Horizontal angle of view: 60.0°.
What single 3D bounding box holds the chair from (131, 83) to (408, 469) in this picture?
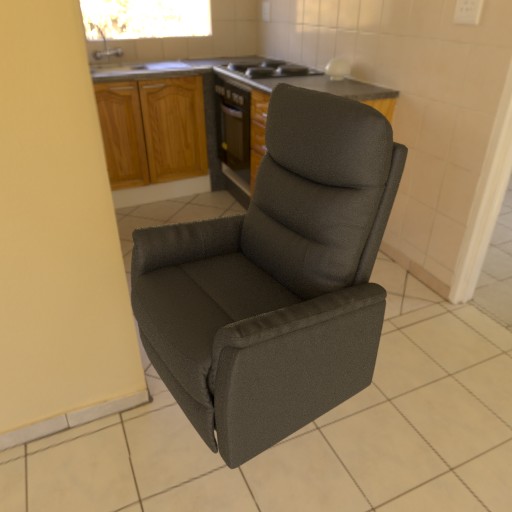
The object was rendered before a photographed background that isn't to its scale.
[{"bbox_3d":[0.000,0.000,1.618,0.831,1.082,0.775,-19,36,-29],"label":"chair"}]
